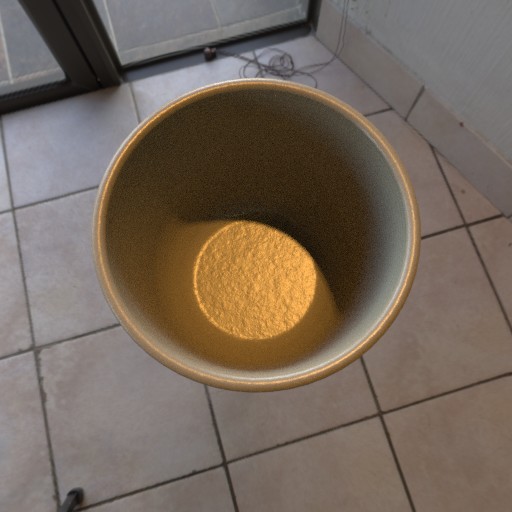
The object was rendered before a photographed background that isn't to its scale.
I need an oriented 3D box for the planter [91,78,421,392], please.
[{"bbox_3d":[0.000,0.000,0.218,0.124,0.109,0.124,0,75,0],"label":"planter"}]
